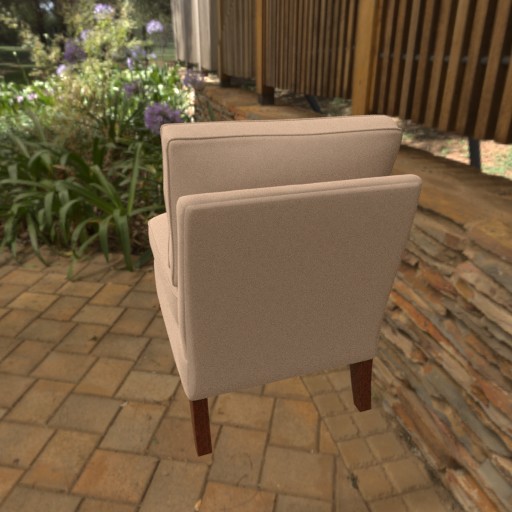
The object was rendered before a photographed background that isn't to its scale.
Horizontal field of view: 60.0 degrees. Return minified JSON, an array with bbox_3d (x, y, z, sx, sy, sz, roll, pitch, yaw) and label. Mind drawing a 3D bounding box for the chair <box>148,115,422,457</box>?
[{"bbox_3d":[0.000,0.000,1.674,0.724,1.052,0.912,-8,25,-17],"label":"chair"}]
